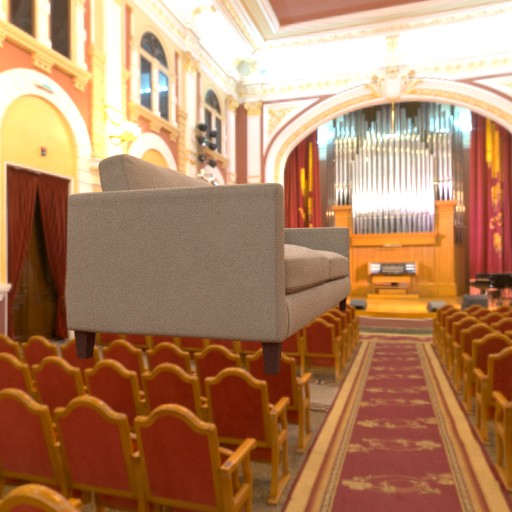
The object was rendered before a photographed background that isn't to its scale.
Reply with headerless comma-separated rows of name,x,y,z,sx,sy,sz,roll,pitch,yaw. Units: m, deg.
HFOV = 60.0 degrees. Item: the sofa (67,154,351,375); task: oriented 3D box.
sofa,0.000,0.000,2.866,0.988,0.912,2.404,0,-1,18
